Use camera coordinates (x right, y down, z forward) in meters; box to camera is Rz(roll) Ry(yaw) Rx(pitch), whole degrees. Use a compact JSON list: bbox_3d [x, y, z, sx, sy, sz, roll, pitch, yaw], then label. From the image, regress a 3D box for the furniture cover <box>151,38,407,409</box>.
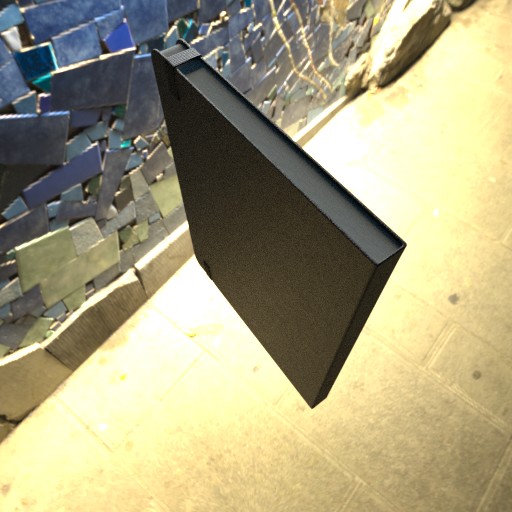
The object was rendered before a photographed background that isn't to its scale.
[{"bbox_3d":[0.000,0.000,0.372,0.023,0.281,0.216,-32,63,-18],"label":"furniture cover"}]
